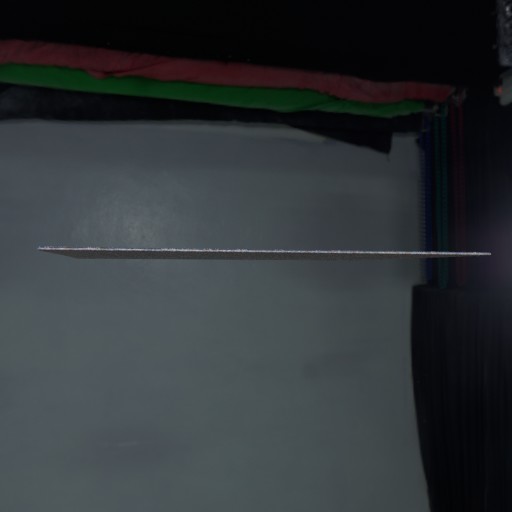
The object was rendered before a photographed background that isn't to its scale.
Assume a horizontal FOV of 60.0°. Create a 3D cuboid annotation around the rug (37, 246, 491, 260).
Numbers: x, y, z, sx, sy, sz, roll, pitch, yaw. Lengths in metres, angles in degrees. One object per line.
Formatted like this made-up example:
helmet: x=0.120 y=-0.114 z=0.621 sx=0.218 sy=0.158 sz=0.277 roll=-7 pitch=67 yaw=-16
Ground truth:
rug: x=0.000 y=0.000 z=3.014 sx=2.449 sy=0.018 sz=1.539 roll=1 pitch=-2 yaw=-16
